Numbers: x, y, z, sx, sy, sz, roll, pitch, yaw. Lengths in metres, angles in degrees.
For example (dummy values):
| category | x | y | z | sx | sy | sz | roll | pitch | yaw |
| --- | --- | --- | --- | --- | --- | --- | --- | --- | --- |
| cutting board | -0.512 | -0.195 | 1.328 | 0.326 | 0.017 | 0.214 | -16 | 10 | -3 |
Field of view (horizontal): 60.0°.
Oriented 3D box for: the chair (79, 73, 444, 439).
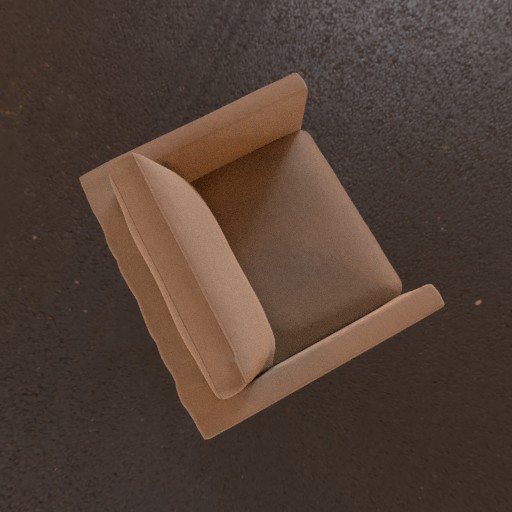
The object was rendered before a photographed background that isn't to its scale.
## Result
| category | x | y | z | sx | sy | sz | roll | pitch | yaw |
| --- | --- | --- | --- | --- | --- | --- | --- | --- | --- |
| chair | 0.000 | 0.000 | 1.804 | 0.949 | 0.867 | 1.057 | -28 | 78 | -6 |
